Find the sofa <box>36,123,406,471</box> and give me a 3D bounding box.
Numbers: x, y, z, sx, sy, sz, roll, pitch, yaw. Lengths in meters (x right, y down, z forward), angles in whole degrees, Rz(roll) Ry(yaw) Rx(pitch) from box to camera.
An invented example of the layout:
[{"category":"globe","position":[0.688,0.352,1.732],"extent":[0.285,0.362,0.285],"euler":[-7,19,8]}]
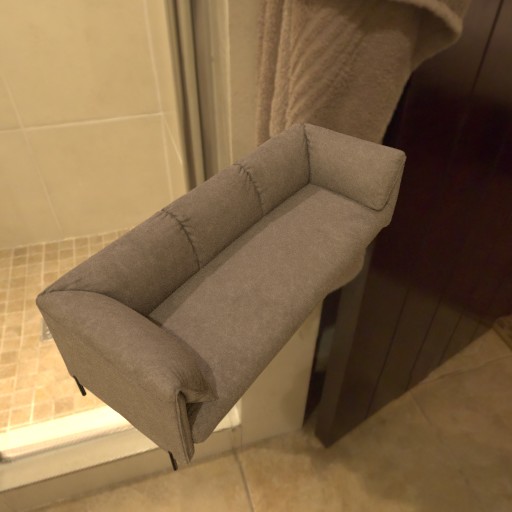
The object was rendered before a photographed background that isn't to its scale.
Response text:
[{"category":"sofa","position":[0.000,0.000,2.643],"extent":[0.899,0.758,2.238],"euler":[26,47,26]}]
